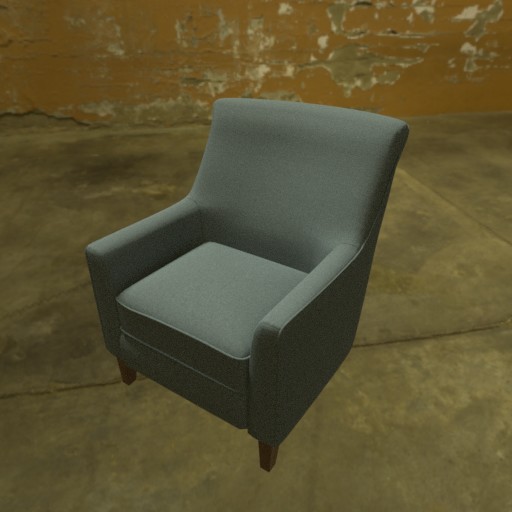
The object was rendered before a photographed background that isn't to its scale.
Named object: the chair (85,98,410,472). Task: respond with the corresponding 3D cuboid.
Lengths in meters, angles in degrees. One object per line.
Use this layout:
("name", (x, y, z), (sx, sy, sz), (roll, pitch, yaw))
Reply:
("chair", (0.000, 0.000, 1.560), (0.756, 0.916, 0.879), (19, 34, 30))
